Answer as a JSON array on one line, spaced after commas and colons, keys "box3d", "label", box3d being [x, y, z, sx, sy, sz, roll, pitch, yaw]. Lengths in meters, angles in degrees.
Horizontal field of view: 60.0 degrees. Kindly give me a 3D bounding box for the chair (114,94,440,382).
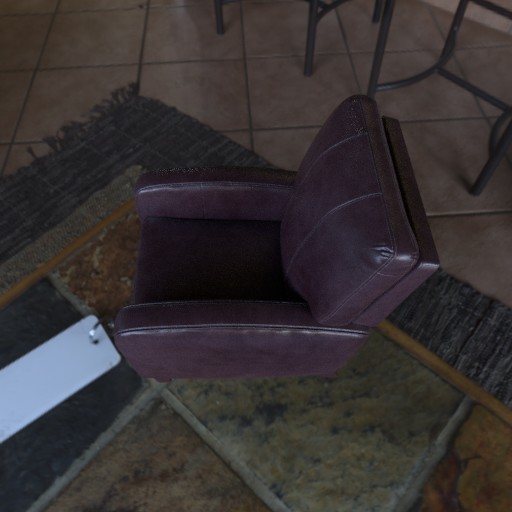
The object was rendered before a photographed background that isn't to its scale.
[{"box3d": [0.000, 0.000, 1.689, 0.990, 0.990, 0.762, -1, 58, -1], "label": "chair"}]
